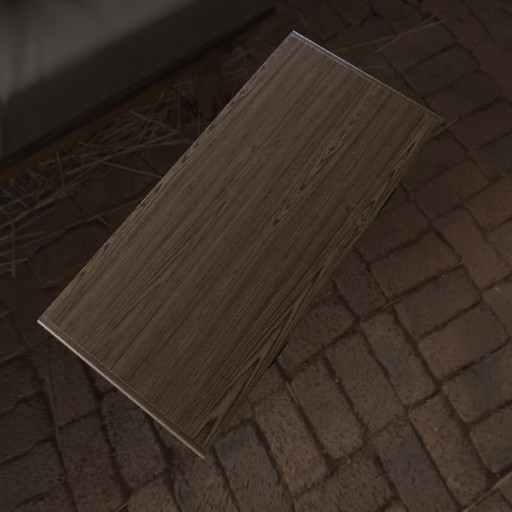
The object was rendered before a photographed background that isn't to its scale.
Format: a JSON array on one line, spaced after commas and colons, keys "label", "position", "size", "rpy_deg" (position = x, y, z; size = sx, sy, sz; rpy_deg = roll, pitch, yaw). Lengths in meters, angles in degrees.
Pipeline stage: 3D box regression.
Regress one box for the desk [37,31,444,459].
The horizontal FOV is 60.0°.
[{"label": "desk", "position": [0.000, 0.000, 1.491], "size": [0.508, 0.755, 1.067], "rpy_deg": [35, 76, 10]}]
